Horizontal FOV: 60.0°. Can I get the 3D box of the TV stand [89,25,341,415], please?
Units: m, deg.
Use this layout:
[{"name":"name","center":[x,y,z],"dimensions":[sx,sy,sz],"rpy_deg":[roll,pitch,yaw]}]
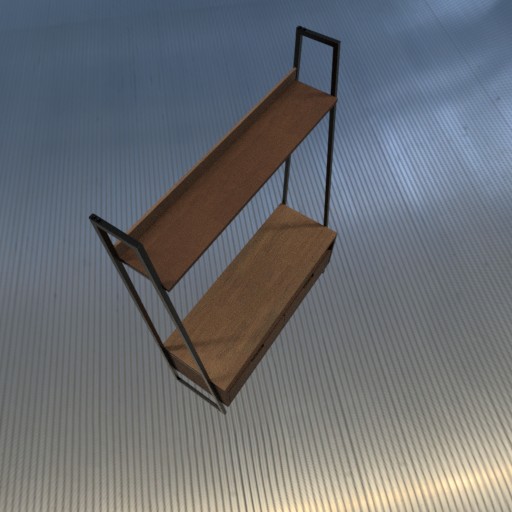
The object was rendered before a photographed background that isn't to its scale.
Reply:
[{"name":"TV stand","center":[0.000,0.000,2.340],"dimensions":[0.432,1.772,1.250],"rpy_deg":[30,63,17]}]
